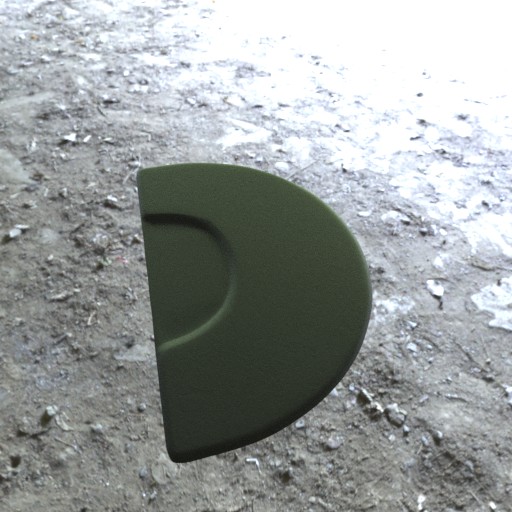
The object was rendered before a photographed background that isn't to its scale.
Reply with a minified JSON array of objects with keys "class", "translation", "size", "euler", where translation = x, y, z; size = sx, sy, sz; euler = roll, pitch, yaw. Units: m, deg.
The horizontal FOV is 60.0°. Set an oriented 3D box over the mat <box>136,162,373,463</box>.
[{"class":"mat","translation":[0.000,0.000,1.884],"size":[0.917,0.022,1.525],"euler":[-10,47,-10]}]
